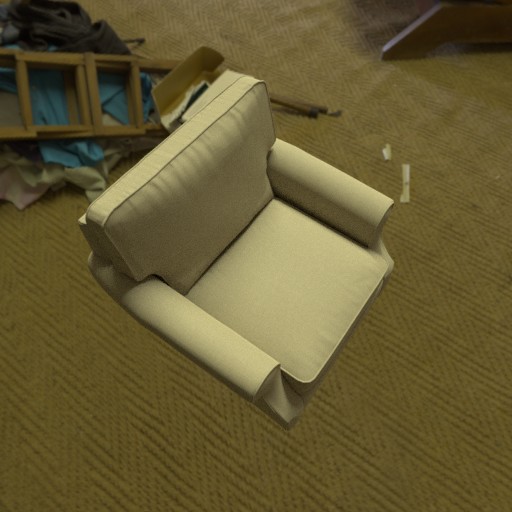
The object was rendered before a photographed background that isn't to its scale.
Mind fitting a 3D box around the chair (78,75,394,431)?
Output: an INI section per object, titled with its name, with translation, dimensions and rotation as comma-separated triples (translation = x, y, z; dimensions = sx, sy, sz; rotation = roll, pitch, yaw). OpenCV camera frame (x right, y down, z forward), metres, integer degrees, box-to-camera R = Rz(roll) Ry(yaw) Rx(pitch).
[chair]
translation = 0.000, 0.000, 1.824
dimensions = 0.966, 0.967, 1.029
rotation = 32, 64, 18
